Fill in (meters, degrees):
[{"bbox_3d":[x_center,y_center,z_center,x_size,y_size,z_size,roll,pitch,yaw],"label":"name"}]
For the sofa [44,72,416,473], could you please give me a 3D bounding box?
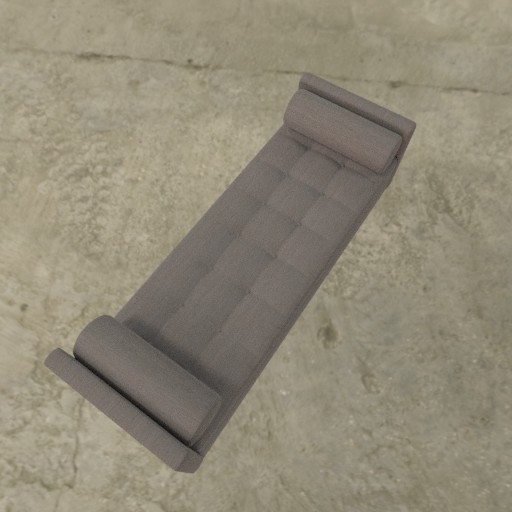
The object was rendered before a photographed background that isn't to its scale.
[{"bbox_3d":[0.000,0.000,2.281,0.686,0.635,1.981,32,67,15],"label":"sofa"}]
